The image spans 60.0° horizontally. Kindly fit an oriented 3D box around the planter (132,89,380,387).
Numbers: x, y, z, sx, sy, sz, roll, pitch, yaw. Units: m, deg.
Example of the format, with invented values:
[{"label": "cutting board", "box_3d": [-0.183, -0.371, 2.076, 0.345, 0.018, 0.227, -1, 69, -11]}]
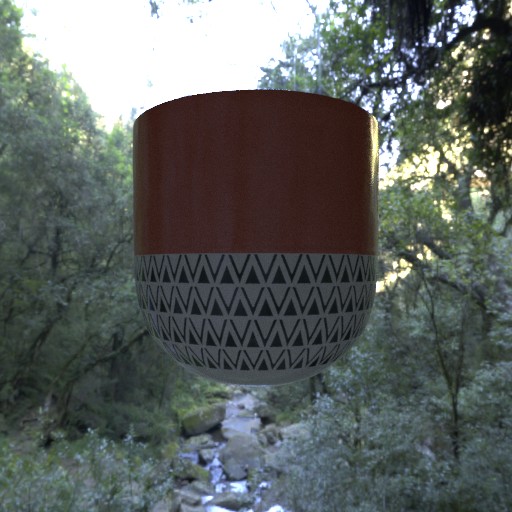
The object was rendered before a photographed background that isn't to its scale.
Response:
[{"label": "planter", "box_3d": [0.000, 0.000, 0.493, 0.266, 0.270, 0.266, 0, -1, 0]}]
